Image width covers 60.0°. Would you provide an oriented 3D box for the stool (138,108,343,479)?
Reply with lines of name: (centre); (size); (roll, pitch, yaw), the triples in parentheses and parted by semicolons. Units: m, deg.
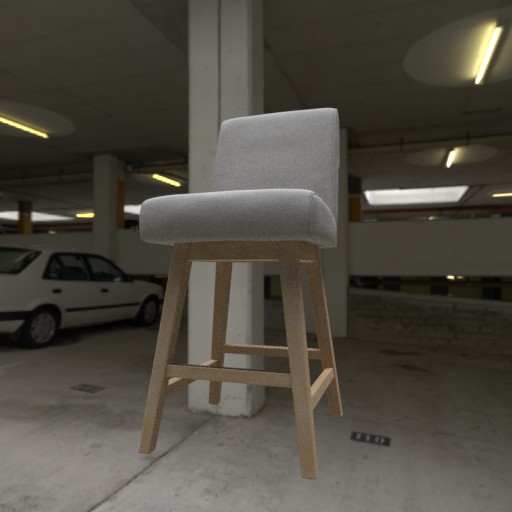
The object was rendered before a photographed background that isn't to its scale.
stool: (0.000, 0.000, 1.405); (0.507, 1.085, 0.606); (0, -2, 18)
